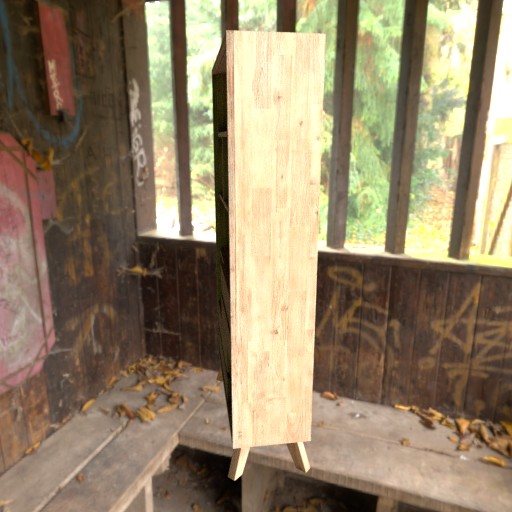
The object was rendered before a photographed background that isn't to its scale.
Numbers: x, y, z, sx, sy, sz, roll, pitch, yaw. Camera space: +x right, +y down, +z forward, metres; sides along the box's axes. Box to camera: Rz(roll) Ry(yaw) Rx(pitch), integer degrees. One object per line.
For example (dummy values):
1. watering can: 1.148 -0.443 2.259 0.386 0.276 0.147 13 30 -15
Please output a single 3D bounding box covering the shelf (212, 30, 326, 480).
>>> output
1. shelf: 0.000 0.000 1.763 0.308 1.471 0.748 -2 15 -8
